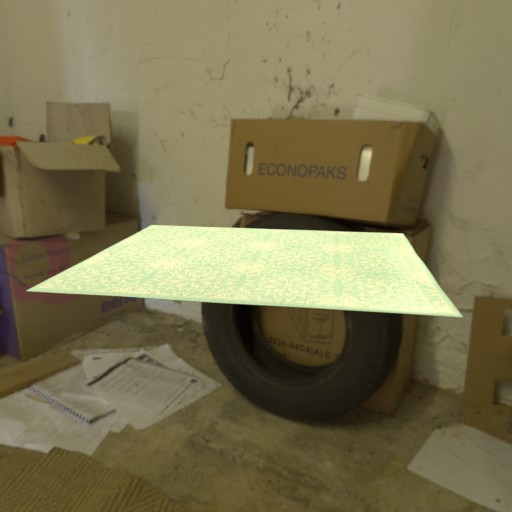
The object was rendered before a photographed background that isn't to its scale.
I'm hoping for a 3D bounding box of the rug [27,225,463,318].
[{"bbox_3d":[0.000,0.000,4.095,2.980,0.012,2.363,2,16,9],"label":"rug"}]
